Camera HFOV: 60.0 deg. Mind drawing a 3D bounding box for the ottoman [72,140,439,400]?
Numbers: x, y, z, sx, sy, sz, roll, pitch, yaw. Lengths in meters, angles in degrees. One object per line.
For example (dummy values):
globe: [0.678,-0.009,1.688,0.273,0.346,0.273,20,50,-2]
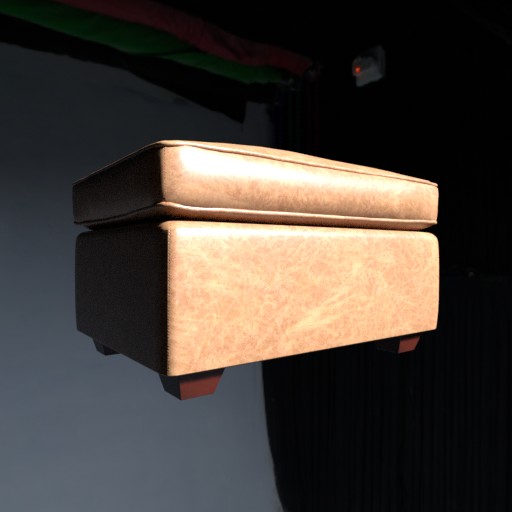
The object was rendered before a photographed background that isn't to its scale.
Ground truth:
ottoman: [0.000,0.000,1.094,0.756,0.468,0.554,0,1,-36]
